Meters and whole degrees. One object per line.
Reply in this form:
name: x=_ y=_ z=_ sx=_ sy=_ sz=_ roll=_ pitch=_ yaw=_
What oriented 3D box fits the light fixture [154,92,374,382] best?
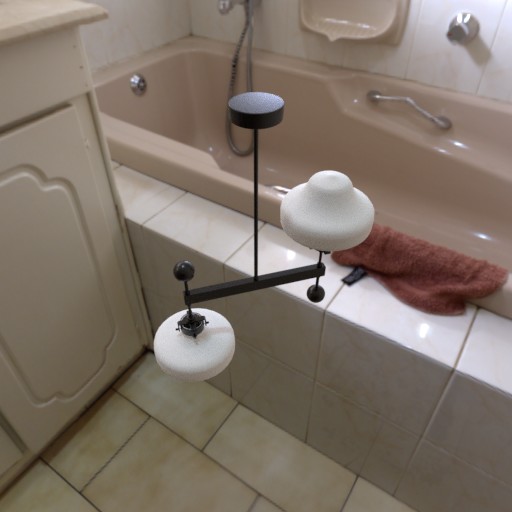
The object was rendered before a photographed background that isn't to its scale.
light fixture: x=0.000 y=0.000 z=1.053 sx=0.422 sy=0.743 sz=0.489 roll=26 pitch=47 yaw=27
